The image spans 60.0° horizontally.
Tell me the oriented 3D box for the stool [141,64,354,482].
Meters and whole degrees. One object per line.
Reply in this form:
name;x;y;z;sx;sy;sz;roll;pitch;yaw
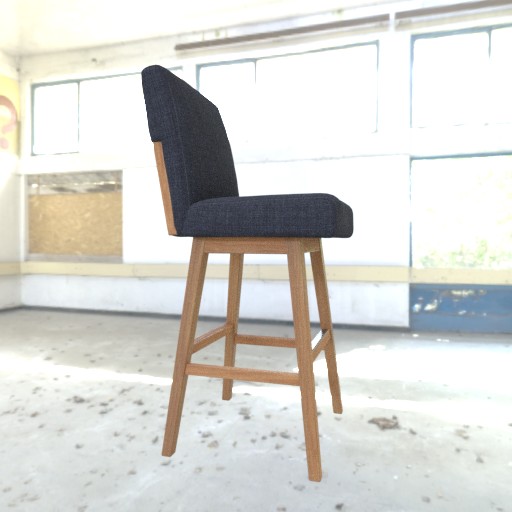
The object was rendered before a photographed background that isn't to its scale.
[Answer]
stool;0.000;0.000;1.390;0.570;1.112;0.483;1;2;18
